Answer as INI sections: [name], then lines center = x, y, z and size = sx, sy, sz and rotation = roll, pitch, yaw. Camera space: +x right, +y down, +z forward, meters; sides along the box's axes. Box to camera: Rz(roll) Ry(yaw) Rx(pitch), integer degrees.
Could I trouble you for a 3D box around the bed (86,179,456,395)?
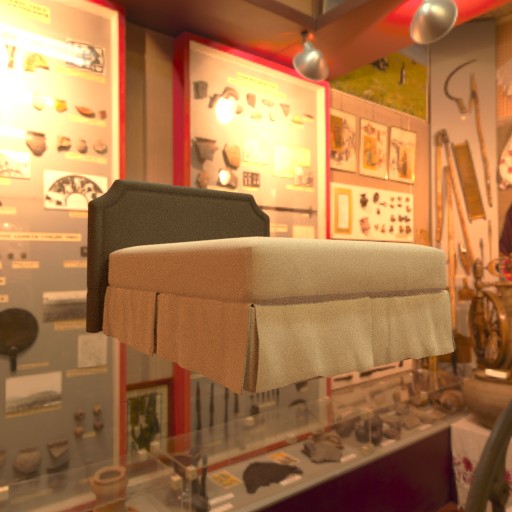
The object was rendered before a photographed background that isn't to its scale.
[bed]
center = 0.000, 0.000, 3.253
size = 1.831, 1.297, 2.181
rotation = 1, -1, -36
